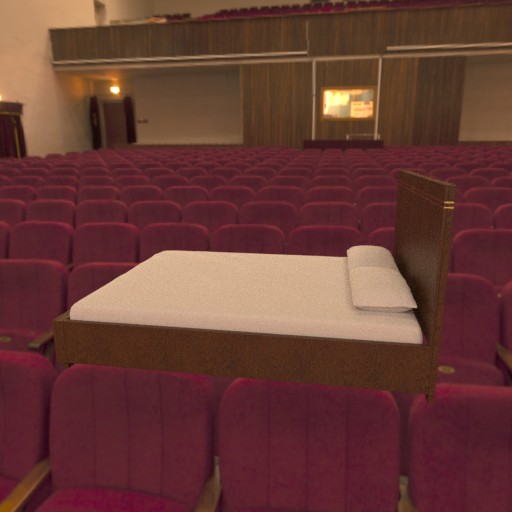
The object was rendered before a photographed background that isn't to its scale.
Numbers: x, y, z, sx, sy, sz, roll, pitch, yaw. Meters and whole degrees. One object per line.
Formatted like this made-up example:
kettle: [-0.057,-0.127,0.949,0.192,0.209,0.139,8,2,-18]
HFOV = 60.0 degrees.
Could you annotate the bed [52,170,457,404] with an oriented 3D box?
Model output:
bed: [0.000,0.000,3.205,2.221,1.169,1.613,2,14,10]
